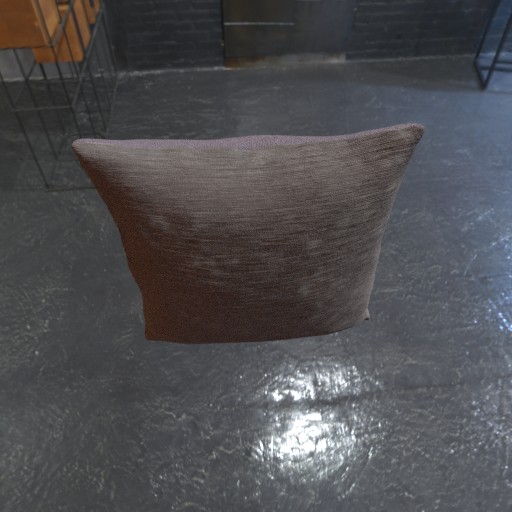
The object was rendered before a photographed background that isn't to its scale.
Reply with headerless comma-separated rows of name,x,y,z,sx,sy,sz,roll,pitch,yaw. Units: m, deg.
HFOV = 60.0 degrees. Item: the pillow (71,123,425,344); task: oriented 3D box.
pillow,0.000,0.000,0.710,0.452,0.439,0.204,-4,47,-4
